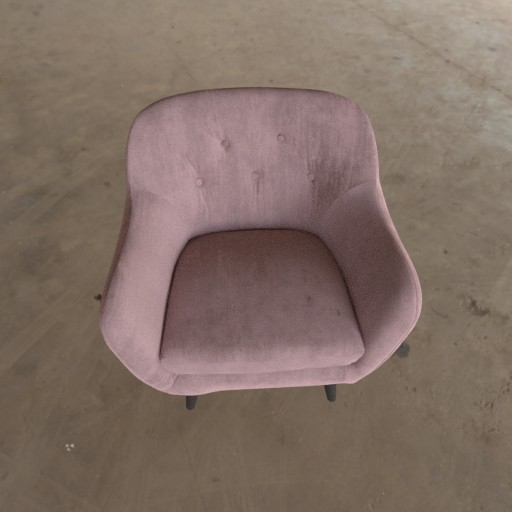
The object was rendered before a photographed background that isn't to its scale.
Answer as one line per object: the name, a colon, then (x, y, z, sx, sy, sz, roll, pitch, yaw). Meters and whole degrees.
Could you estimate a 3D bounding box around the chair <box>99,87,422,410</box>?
chair: (0.000, 0.000, 1.498, 0.840, 0.820, 0.820, -2, 48, -2)
